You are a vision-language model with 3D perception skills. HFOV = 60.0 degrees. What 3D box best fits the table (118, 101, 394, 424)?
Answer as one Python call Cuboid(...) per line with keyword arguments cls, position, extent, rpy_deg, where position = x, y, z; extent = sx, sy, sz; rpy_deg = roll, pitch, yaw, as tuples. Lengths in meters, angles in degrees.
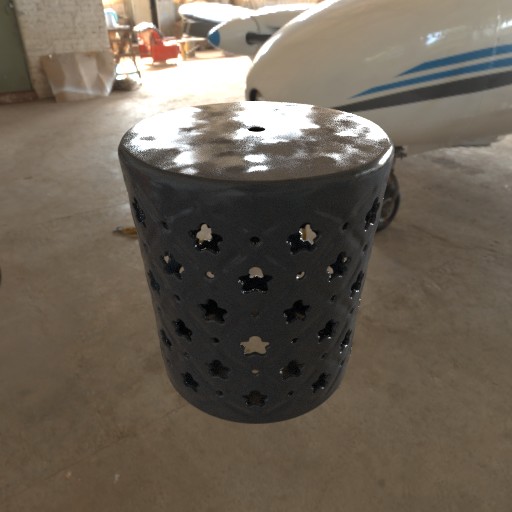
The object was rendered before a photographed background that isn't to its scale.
Cuboid(cls="table", position=(0.000, 0.000, 0.676), extent=(0.352, 0.387, 0.352), rpy_deg=(0, 32, 0))
